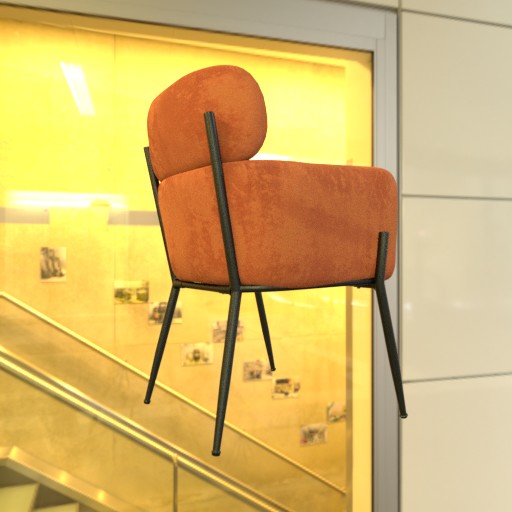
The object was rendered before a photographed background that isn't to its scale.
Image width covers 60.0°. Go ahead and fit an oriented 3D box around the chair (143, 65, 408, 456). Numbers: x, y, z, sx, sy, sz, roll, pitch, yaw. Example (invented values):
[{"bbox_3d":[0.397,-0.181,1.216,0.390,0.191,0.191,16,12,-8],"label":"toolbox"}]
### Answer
[{"bbox_3d":[0.000,0.000,1.130,0.523,0.772,0.561,0,0,-34],"label":"chair"}]
